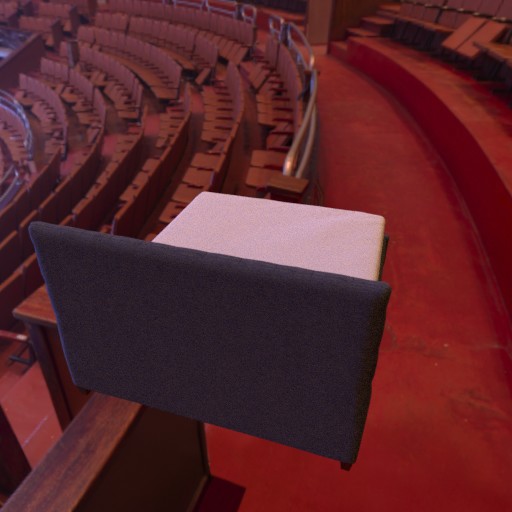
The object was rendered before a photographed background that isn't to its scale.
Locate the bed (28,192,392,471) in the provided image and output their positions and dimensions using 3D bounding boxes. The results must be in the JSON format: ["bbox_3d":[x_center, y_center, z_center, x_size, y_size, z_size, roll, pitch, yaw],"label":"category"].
[{"bbox_3d":[0.000,0.000,3.615,2.078,1.427,2.387,10,34,15],"label":"bed"}]
